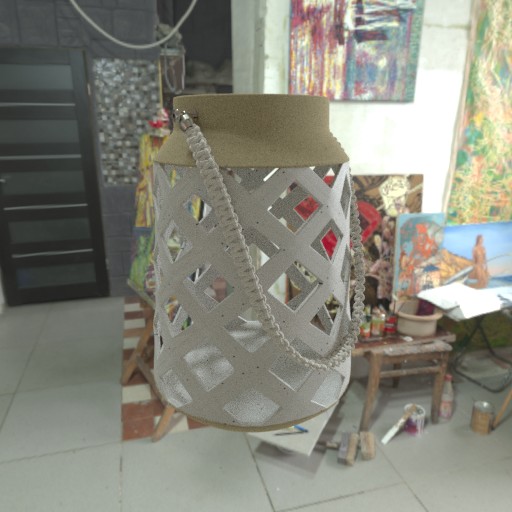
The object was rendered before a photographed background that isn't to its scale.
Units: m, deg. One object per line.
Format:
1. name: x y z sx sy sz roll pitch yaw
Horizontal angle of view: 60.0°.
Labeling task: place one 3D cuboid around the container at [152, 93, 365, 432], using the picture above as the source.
1. container: 0.000 0.000 0.341 0.172 0.229 0.163 16 23 43
